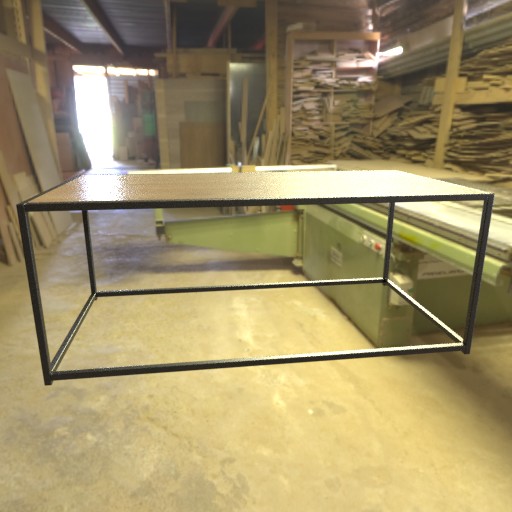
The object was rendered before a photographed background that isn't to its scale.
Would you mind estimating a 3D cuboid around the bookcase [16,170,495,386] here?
[{"bbox_3d":[0.000,0.000,1.210,1.000,0.400,0.500,-2,17,-8],"label":"bookcase"}]
